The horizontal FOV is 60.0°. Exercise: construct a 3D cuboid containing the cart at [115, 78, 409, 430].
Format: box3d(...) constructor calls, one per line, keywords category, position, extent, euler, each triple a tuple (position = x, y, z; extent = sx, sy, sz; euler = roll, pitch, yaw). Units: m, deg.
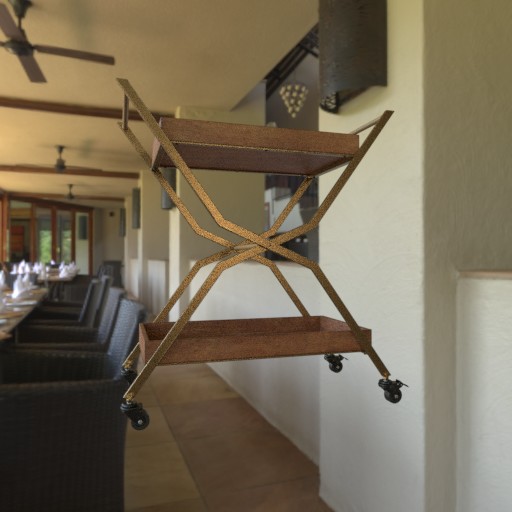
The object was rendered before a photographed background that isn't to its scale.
box3d(category="cart", position=(0.000, 0.000, 1.384), extent=(0.836, 0.869, 0.405), euler=(0, 0, -17))
